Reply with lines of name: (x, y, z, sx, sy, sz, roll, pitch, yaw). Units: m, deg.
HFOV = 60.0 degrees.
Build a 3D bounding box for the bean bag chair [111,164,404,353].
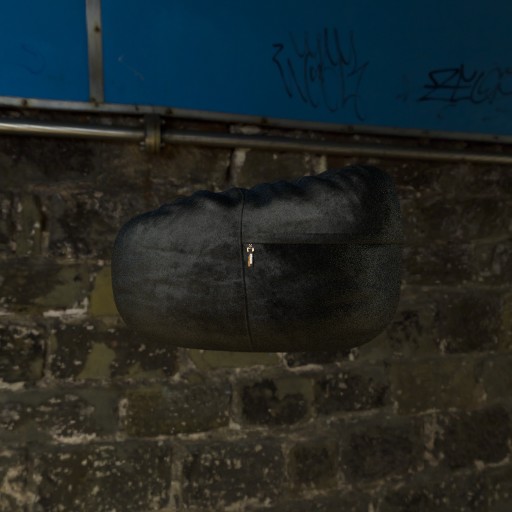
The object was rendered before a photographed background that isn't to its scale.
bean bag chair: (0.000, 0.000, 2.463, 1.524, 0.878, 1.524, 0, 1, 0)
